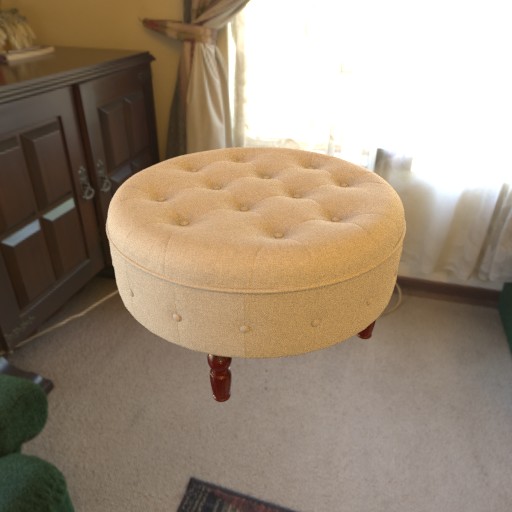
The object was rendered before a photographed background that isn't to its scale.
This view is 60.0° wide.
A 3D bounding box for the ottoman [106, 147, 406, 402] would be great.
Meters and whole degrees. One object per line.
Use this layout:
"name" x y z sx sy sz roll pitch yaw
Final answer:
"ottoman" 0.000 0.000 1.389 0.849 0.478 0.849 0 31 0
